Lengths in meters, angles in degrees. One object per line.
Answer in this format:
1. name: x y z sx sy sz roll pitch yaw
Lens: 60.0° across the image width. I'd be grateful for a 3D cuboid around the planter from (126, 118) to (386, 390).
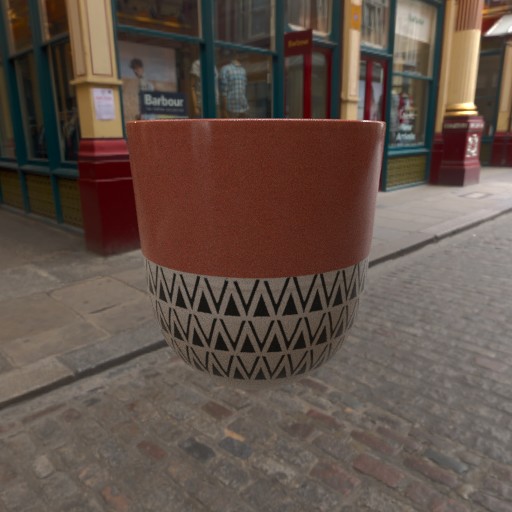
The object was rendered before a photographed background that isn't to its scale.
1. planter: 0.000 0.000 0.373 0.195 0.214 0.195 0 15 0
